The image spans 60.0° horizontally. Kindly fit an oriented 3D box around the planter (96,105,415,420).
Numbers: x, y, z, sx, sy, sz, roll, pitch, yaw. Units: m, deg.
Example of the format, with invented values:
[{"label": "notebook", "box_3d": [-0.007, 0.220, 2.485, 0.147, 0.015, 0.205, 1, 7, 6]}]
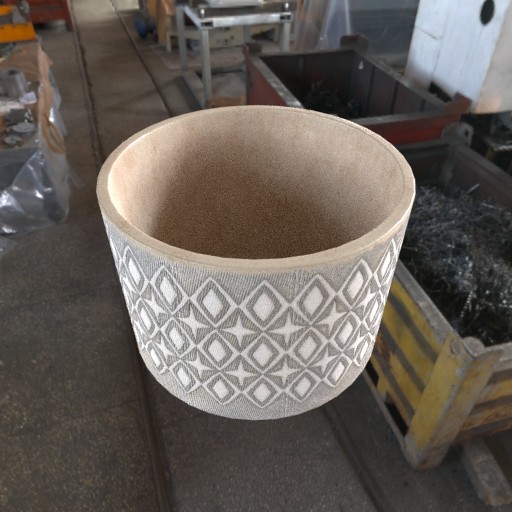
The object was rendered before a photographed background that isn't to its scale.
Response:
[{"label": "planter", "box_3d": [0.000, 0.000, 0.277, 0.164, 0.127, 0.164, 0, 41, 0]}]
